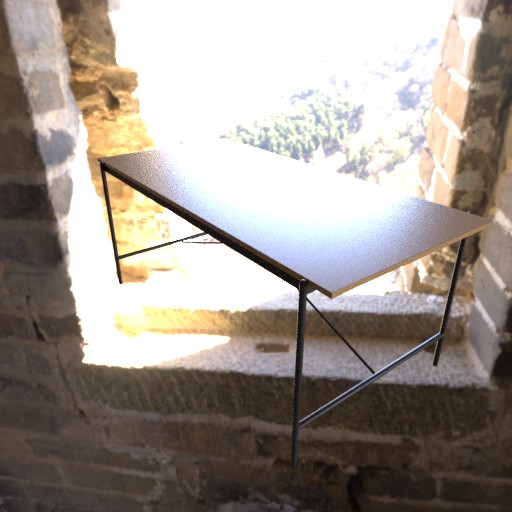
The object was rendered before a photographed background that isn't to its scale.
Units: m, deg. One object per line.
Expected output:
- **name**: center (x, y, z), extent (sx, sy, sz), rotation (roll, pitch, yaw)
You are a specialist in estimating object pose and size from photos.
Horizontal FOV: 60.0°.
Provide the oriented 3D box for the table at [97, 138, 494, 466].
- **table**: center (0.000, 0.000, 2.228), extent (0.900, 0.758, 1.800), rotation (-19, 32, -33)
